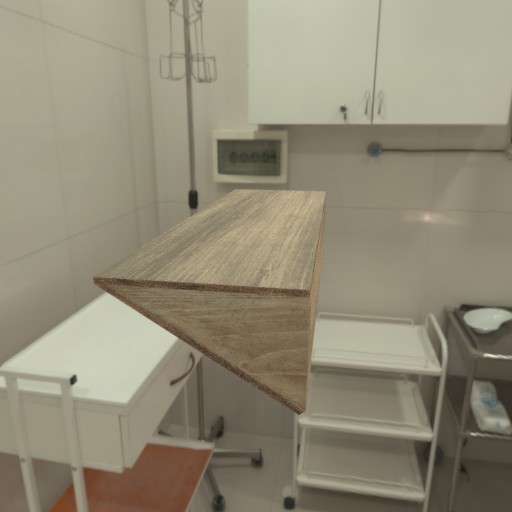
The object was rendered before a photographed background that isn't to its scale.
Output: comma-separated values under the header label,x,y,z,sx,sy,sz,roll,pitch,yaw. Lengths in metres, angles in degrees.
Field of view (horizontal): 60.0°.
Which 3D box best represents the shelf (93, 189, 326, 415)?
label,x,y,z,sx,sy,sz,roll,pitch,yaw
shelf,0.000,0.000,0.699,0.200,0.125,0.610,3,16,10
